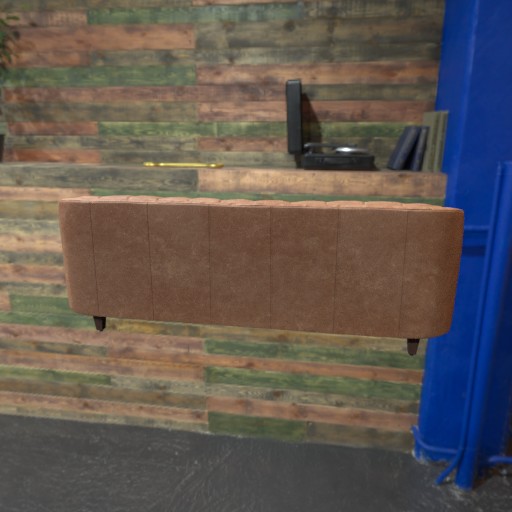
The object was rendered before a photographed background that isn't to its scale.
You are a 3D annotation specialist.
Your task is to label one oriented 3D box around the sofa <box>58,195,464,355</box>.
[{"bbox_3d":[0.000,0.000,2.688,2.257,0.791,0.922,3,15,9],"label":"sofa"}]
